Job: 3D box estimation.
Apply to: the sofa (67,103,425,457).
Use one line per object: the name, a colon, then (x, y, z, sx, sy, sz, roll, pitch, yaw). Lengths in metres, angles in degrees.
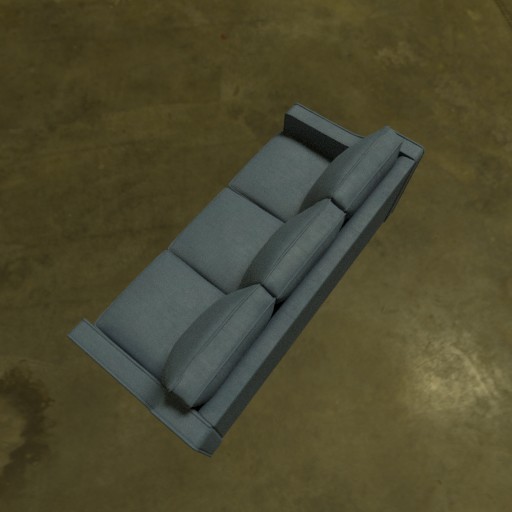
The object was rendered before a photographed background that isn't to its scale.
sofa: (0.000, 0.000, 2.581, 0.911, 0.974, 1.986, 34, 68, 16)
